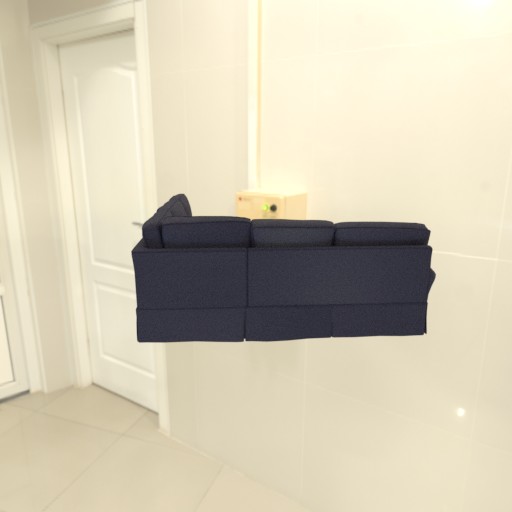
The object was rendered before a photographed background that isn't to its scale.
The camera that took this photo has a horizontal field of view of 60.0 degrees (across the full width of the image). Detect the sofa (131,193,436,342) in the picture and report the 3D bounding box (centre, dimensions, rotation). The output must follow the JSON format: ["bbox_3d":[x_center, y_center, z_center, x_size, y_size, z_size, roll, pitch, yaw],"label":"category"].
[{"bbox_3d":[0.000,0.000,4.989,3.773,1.169,2.874,8,16,27],"label":"sofa"}]
